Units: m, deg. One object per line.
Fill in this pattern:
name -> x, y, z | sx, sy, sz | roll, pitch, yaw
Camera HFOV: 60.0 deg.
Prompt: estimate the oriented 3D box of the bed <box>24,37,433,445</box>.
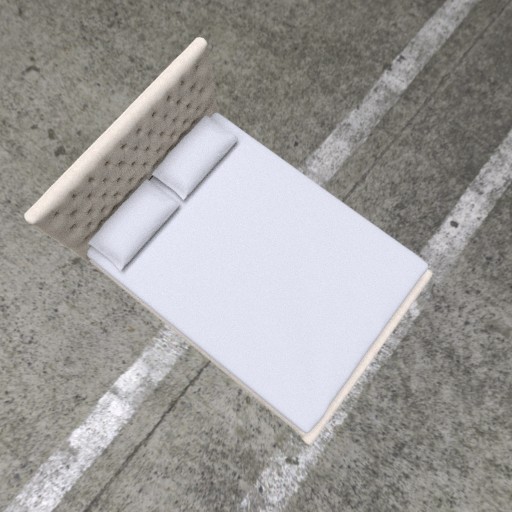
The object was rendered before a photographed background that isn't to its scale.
bed -> 0.000, 0.000, 3.378 | 2.387, 1.427, 1.698 | 38, 79, 9
